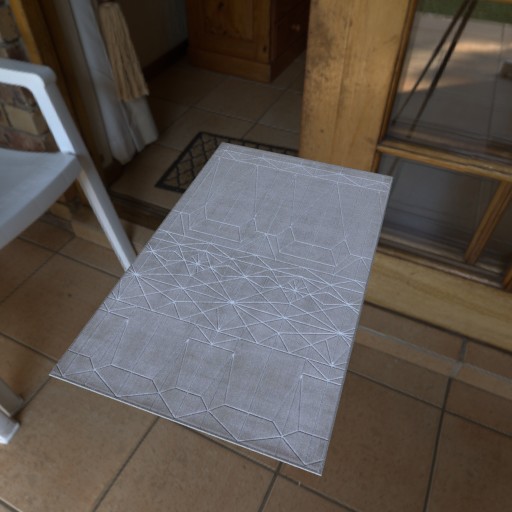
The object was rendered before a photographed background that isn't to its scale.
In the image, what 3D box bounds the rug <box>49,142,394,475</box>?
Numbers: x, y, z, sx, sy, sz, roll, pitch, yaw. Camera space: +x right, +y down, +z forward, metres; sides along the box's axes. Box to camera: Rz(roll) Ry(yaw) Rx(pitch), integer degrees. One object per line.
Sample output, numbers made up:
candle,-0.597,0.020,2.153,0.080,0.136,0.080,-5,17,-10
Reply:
rug,0.000,0.000,3.028,1.524,0.012,2.438,15,49,13
